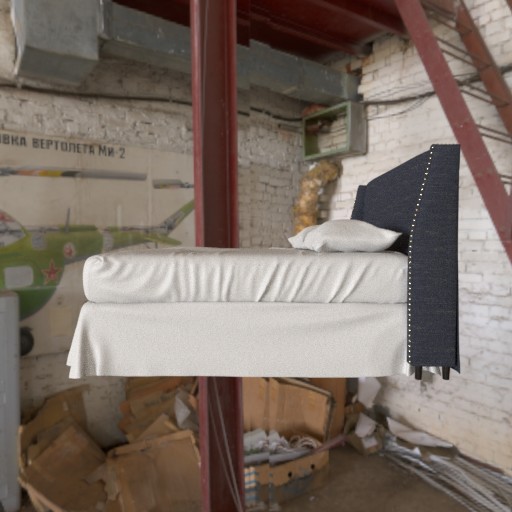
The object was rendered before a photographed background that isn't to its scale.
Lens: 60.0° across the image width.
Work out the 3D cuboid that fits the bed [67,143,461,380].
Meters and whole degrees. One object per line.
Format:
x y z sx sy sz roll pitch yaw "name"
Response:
0.000 0.000 3.381 2.276 1.332 1.925 0 2 0 "bed"
